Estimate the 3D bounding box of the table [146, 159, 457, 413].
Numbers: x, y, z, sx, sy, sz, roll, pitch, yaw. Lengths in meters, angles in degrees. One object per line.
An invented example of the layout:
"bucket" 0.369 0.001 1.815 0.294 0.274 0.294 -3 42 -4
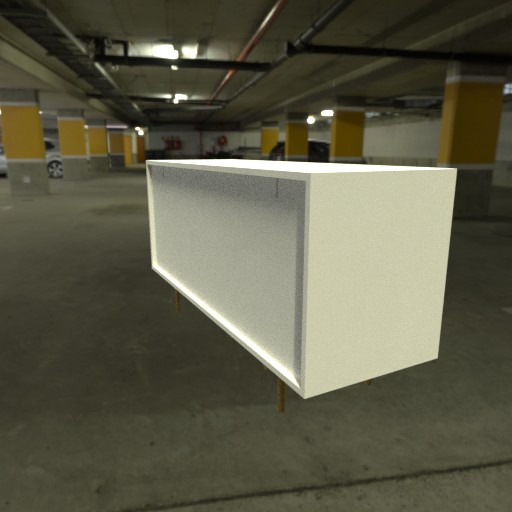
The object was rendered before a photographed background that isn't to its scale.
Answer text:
"table" 0.000 0.000 1.879 0.508 0.769 1.500 -7 15 -27
